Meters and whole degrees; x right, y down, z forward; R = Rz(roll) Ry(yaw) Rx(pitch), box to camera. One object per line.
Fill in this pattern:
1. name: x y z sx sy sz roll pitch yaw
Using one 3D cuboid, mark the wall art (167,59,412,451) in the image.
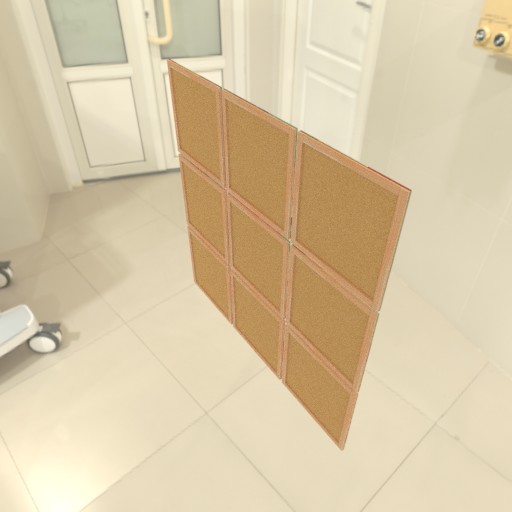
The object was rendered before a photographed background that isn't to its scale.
1. wall art: 0.000 0.000 1.781 0.013 1.220 1.216 -24 46 -26
